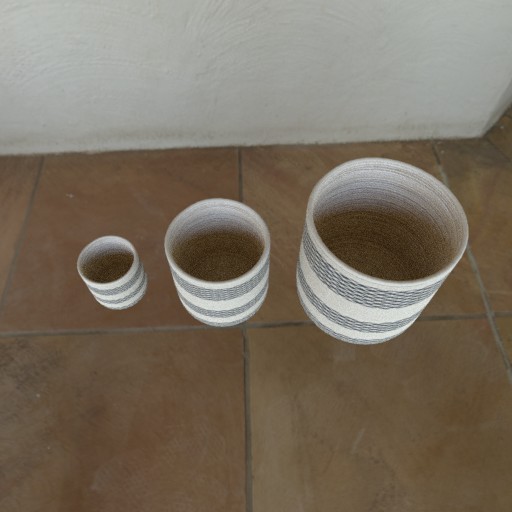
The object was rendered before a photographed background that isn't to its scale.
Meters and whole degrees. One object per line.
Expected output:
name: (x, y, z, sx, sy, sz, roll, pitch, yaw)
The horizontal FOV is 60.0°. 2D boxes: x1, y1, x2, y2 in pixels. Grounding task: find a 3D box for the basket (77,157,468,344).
basket: (0.000, 0.000, 1.112, 0.917, 0.356, 0.351, 1, 58, 0)
